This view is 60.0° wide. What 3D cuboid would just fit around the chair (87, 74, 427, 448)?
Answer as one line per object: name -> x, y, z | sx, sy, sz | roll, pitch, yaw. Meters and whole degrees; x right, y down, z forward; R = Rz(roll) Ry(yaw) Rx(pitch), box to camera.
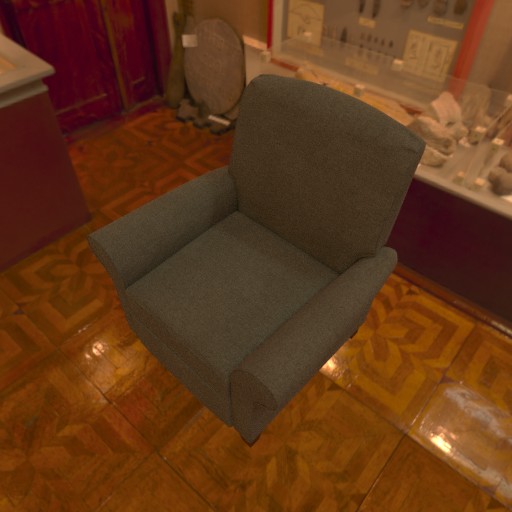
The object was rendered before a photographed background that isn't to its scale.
chair -> 0.000, 0.000, 1.744 | 0.978, 1.061, 0.905 | 34, 55, 28
